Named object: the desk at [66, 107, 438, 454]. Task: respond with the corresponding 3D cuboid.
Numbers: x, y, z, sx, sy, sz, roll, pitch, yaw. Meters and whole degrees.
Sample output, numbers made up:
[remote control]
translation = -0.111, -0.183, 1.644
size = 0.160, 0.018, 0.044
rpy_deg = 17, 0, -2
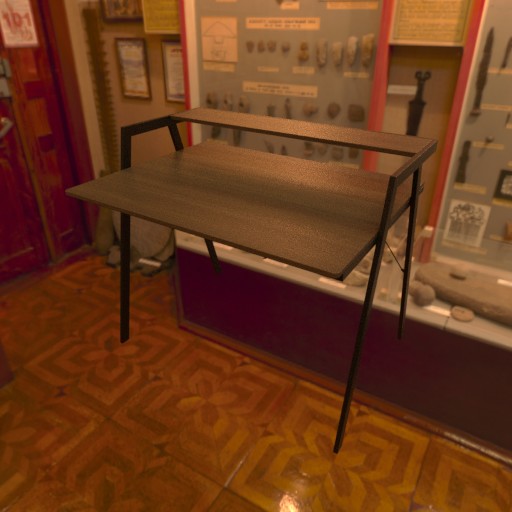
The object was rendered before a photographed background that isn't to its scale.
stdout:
[desk]
translation = 0.000, 0.000, 1.894
size = 1.143, 0.998, 0.936
rpy_deg = 18, 34, 28
